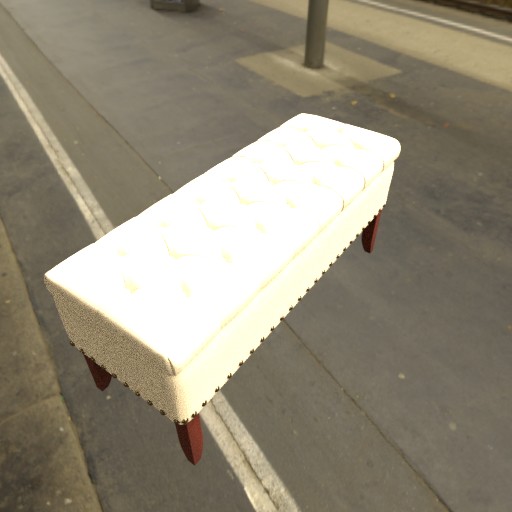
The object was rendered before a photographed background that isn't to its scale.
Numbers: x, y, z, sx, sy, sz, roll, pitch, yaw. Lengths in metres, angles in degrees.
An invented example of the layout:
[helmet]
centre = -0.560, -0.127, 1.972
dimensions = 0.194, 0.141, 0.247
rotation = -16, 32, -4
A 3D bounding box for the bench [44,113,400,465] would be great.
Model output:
[bench]
centre = 0.000, 0.000, 1.315
dimensions = 0.400, 0.470, 1.054
rotation = 26, 47, 27
